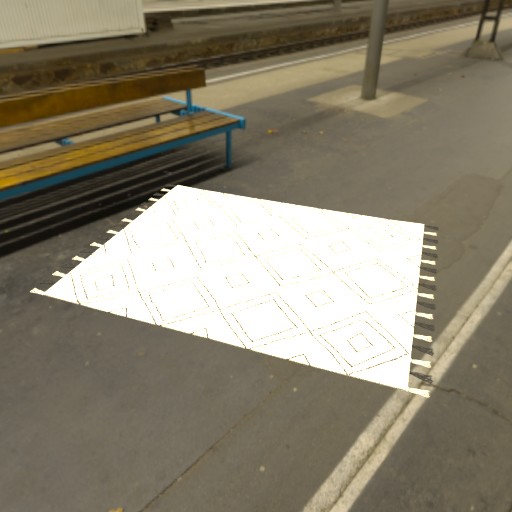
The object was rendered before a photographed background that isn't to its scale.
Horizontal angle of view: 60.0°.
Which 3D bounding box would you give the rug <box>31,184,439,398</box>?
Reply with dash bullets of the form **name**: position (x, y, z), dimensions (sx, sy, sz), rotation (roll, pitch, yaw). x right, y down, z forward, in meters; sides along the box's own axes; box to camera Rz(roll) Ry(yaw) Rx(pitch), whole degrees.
- **rug**: position (0.000, 0.000, 4.179), dimensions (3.221, 0.026, 2.342), rotation (11, 35, 17)
